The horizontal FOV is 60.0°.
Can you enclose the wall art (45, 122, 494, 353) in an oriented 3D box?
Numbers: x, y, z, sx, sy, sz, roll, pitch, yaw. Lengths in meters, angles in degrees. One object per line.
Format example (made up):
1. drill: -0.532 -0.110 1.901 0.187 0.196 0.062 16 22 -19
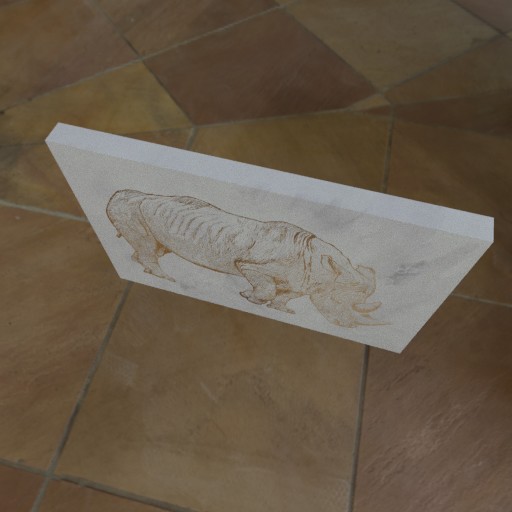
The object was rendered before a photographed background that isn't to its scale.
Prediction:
1. wall art: 0.000 0.000 0.764 0.609 0.407 0.038 14 60 8
